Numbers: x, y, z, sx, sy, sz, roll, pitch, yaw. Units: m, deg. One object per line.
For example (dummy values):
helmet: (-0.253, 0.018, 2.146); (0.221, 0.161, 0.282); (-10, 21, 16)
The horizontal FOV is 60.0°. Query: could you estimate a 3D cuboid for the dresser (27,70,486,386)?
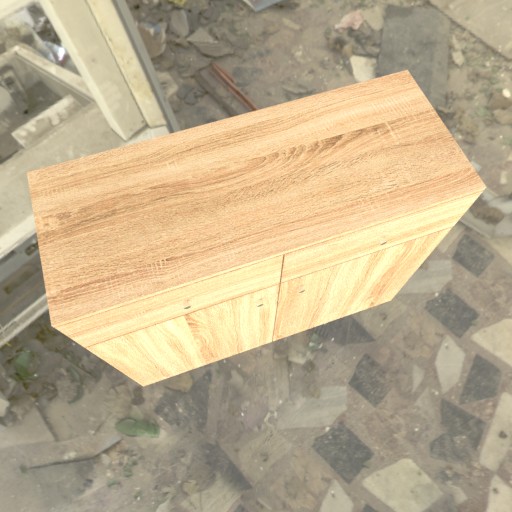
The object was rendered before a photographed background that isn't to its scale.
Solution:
dresser: (0.000, 0.000, 1.543); (1.100, 0.900, 0.450); (-18, 66, -8)
